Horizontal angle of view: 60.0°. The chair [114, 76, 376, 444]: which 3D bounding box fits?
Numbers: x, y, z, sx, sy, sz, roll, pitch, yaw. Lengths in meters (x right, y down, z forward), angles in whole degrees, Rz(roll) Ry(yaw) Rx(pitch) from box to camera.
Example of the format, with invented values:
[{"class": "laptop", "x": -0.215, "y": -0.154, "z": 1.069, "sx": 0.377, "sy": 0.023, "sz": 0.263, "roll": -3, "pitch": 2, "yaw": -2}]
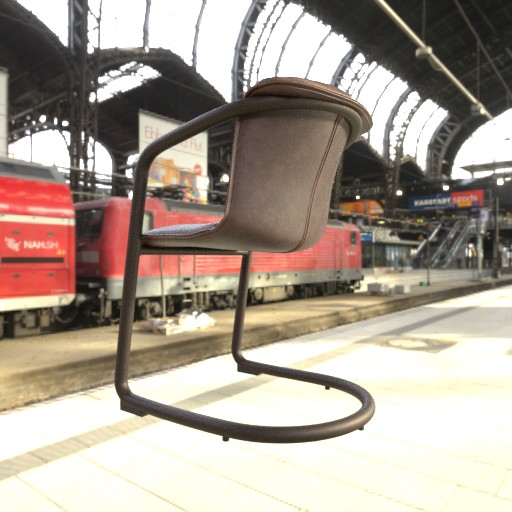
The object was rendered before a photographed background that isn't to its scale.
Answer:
[{"class": "chair", "x": 0.000, "y": 0.000, "z": 1.257, "sx": 0.664, "sy": 0.836, "sz": 0.536, "roll": 0, "pitch": 0, "yaw": 37}]
